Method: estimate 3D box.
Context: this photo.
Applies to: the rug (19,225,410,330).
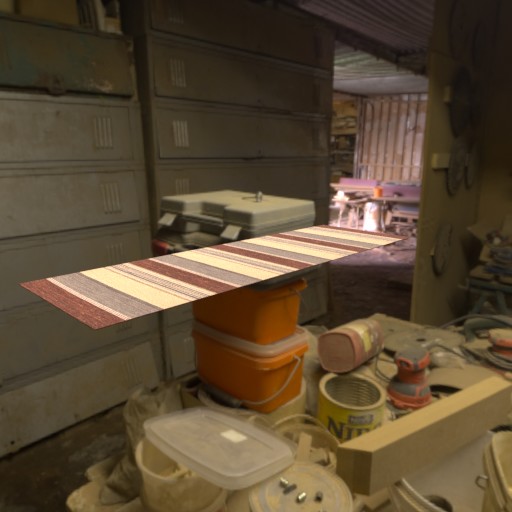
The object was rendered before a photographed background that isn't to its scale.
[{"bbox_3d":[0.000,0.000,2.696,0.792,0.006,2.437,13,19,43],"label":"rug"}]
